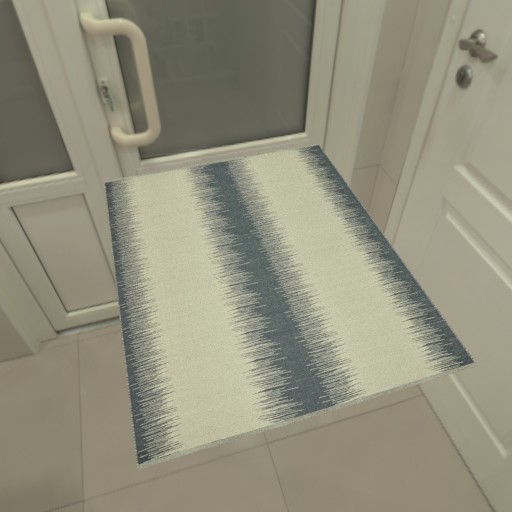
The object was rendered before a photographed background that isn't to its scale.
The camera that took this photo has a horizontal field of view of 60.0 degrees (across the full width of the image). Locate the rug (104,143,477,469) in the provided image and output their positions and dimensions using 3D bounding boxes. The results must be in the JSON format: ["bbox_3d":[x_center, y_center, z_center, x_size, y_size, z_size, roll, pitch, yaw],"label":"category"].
[{"bbox_3d":[0.000,0.000,3.961,2.453,0.004,3.037,-13,48,-11],"label":"rug"}]
